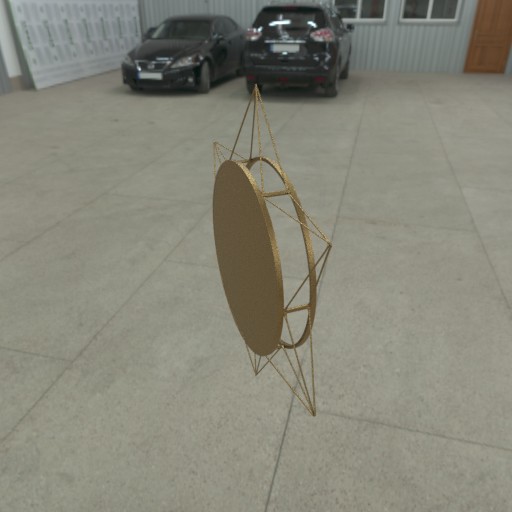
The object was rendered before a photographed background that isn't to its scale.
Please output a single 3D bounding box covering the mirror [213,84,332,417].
[{"bbox_3d":[0.000,0.000,0.796,0.062,0.581,0.498,-11,31,-18],"label":"mirror"}]
